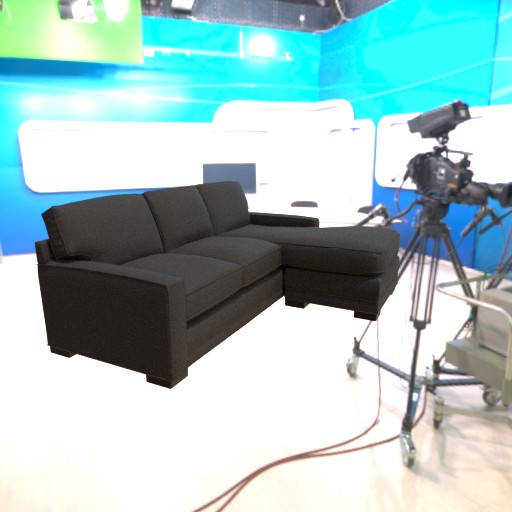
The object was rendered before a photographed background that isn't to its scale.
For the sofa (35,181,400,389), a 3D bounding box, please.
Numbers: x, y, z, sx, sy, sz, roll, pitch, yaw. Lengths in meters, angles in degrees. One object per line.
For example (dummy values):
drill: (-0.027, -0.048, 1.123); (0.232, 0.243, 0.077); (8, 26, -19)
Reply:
sofa: (0.000, 0.000, 3.327); (1.790, 0.973, 2.370); (7, 16, 26)
